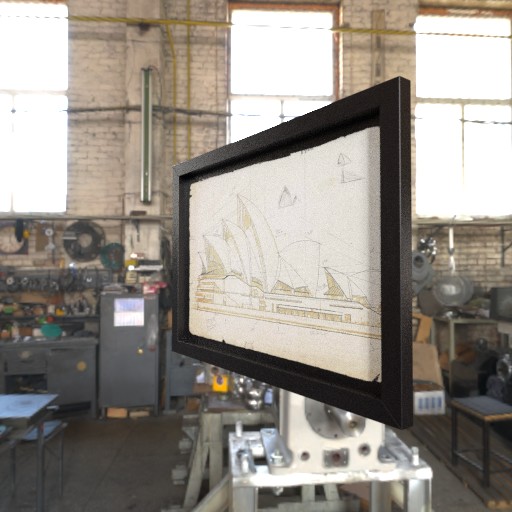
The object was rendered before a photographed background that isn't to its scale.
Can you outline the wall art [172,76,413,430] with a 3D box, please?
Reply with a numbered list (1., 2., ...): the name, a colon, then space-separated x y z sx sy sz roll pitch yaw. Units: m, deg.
1. wall art: 0.000 0.000 0.842 0.027 0.458 0.657 1 -2 -37
